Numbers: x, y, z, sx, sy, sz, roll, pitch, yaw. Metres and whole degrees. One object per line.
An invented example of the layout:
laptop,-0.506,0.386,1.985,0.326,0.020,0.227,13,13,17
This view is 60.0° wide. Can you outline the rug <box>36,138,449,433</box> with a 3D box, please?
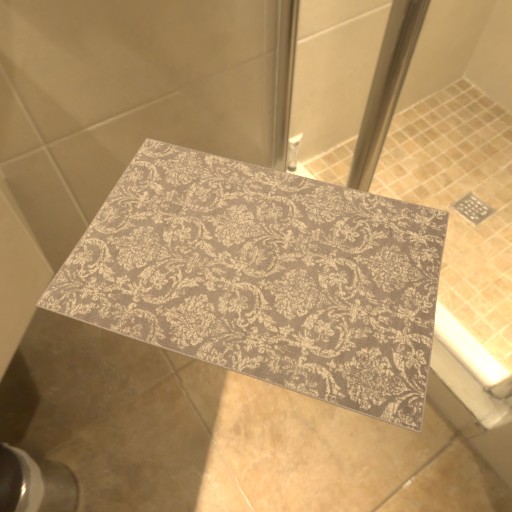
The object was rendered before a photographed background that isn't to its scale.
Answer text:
rug,0.000,0.000,3.417,2.746,0.018,1.819,16,59,10
